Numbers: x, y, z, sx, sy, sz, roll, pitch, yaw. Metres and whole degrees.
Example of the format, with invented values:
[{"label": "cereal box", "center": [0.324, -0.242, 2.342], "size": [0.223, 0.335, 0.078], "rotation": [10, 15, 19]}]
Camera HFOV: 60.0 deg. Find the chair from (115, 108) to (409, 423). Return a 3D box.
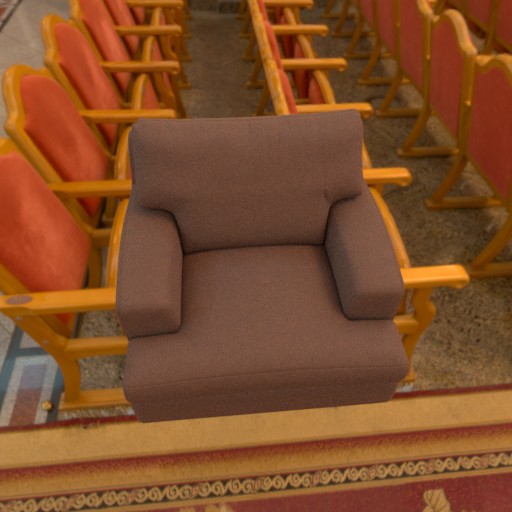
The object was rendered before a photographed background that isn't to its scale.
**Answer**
[{"label": "chair", "center": [0.000, 0.000, 1.968], "size": [1.168, 0.940, 1.143], "rotation": [-4, 47, -3]}]
